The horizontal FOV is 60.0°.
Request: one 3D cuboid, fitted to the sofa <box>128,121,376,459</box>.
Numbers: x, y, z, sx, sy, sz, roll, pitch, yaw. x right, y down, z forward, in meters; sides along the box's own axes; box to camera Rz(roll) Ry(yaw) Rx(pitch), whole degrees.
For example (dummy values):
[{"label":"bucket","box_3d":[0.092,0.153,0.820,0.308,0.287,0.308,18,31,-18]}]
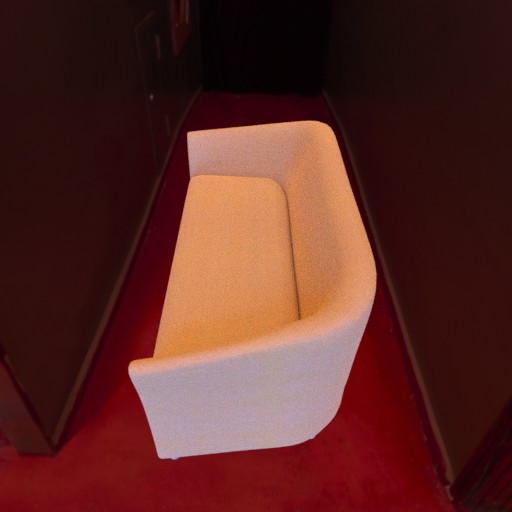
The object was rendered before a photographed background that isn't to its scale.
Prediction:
[{"label":"sofa","box_3d":[0.000,0.000,1.858,0.705,0.721,1.452,0,41,0]}]
